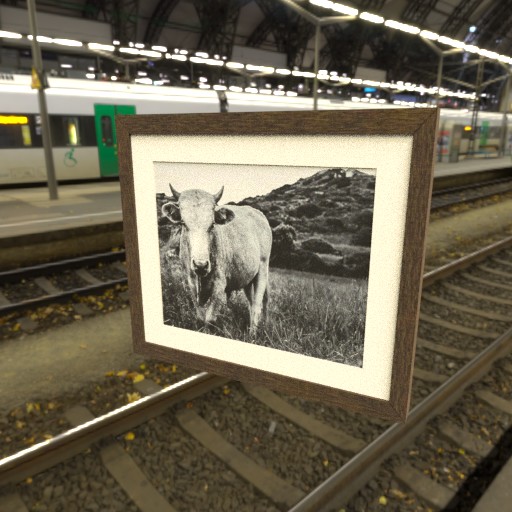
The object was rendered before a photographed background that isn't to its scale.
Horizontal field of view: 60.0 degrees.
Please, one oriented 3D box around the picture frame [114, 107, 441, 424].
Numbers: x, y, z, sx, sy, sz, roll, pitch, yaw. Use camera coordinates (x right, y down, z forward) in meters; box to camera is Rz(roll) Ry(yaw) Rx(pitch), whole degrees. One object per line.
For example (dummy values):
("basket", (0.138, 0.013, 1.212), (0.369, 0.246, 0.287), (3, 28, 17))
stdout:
("picture frame", (0.000, 0.000, 0.535), (0.378, 0.330, 0.033), (7, 17, 25))
